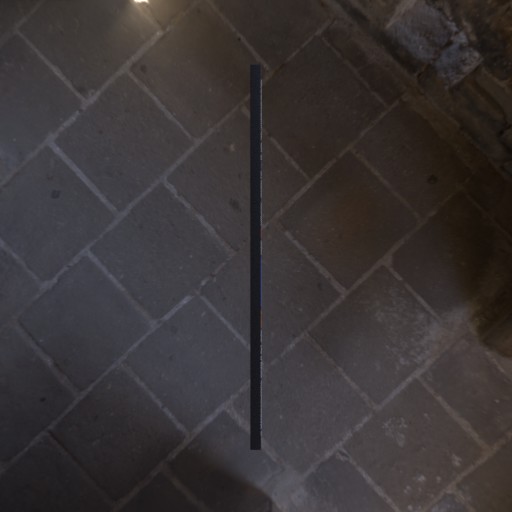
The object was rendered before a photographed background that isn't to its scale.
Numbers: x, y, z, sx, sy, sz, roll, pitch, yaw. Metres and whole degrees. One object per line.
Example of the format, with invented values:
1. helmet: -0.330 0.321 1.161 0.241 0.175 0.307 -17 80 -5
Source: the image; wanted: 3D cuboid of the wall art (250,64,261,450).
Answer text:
1. wall art: 0.000 0.000 0.859 0.013 0.660 0.460 0 90 0
